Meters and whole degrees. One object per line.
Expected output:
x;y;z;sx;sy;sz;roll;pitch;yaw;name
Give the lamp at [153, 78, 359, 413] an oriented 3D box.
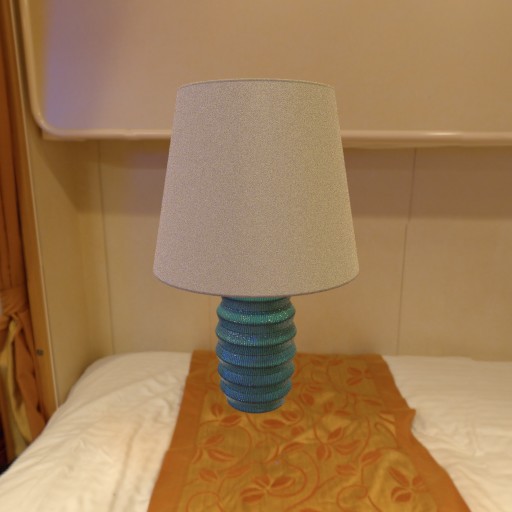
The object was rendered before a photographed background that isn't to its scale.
0.000;0.000;0.557;0.254;0.392;0.254;0;13;0;lamp
